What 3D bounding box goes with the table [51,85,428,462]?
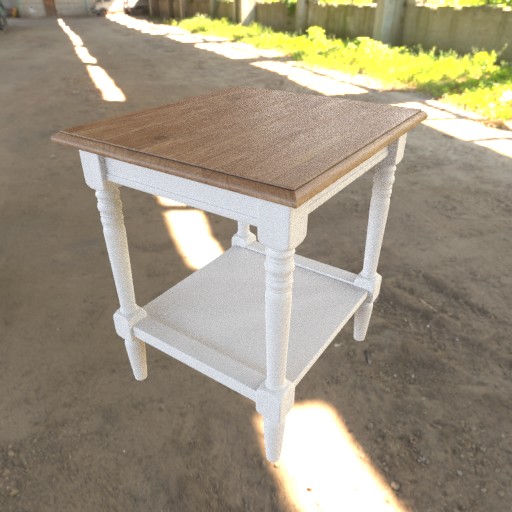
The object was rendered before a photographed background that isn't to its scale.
[{"bbox_3d":[0.000,0.000,0.922,0.457,0.561,0.508,19,36,29],"label":"table"}]
